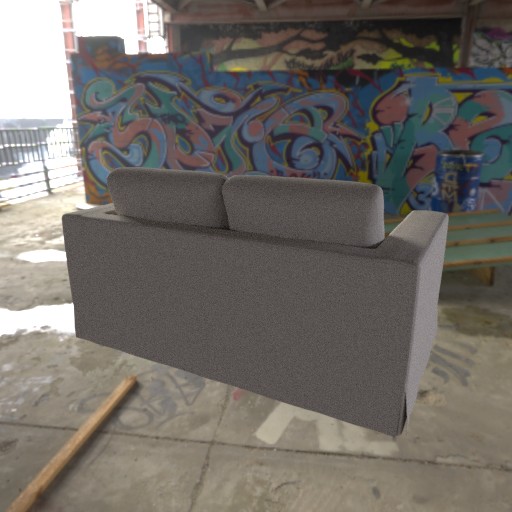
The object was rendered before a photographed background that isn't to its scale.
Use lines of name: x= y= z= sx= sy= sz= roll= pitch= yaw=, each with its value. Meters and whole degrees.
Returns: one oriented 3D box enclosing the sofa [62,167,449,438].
sofa: x=0.000 y=0.000 z=2.379 sx=1.813 sy=0.932 sz=1.009 roll=9 pitch=19 yaw=27
